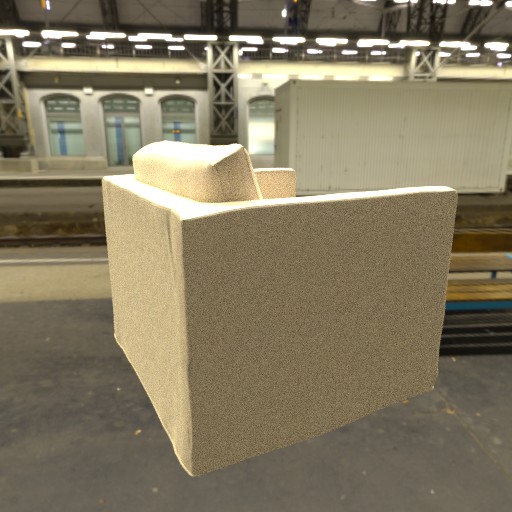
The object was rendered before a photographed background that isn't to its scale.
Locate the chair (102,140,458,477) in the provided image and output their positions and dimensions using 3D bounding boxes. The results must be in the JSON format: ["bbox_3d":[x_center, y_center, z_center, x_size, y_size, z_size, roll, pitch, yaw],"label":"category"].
[{"bbox_3d":[0.000,0.000,1.692,0.947,0.851,1.057,-8,17,-27],"label":"chair"}]
